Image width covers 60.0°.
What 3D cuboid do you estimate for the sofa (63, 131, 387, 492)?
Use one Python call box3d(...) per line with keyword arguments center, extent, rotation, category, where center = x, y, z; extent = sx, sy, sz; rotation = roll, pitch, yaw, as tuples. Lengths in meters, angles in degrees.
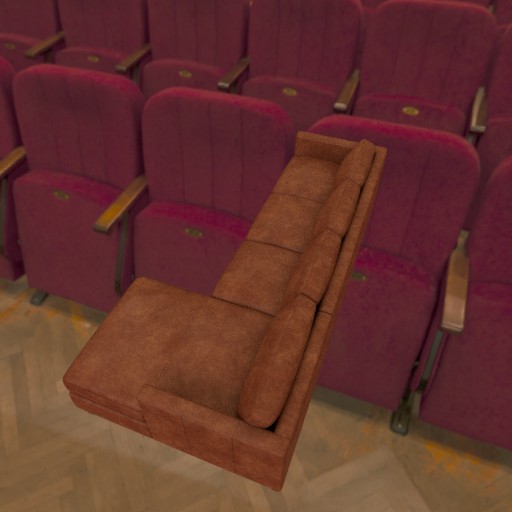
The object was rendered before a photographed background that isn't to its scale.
box3d(center=(0.000, 0.000, 3.798), extent=(1.581, 0.883, 3.203), rotation=(16, 48, 15), category="sofa")
